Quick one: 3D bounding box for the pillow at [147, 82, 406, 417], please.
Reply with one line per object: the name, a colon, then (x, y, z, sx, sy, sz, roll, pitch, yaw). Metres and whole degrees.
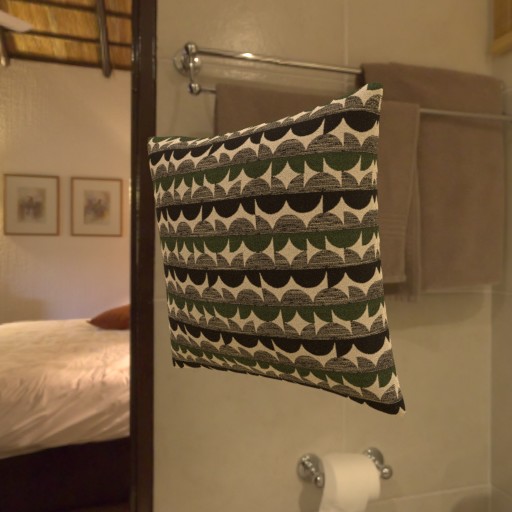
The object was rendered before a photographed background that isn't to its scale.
pillow: (0.000, 0.000, 0.651, 0.419, 0.404, 0.180, 0, 0, 37)
